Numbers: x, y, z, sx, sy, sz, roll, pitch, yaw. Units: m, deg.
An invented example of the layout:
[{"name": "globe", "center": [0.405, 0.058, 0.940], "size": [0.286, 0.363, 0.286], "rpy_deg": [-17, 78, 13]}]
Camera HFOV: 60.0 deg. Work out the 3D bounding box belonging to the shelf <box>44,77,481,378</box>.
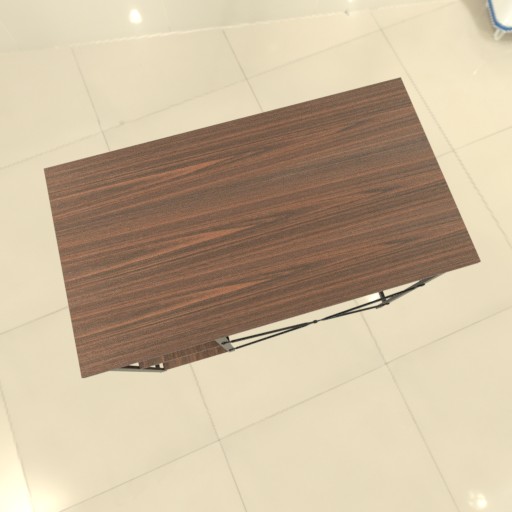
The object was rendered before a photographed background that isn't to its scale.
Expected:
[{"name": "shelf", "center": [0.000, 0.000, 1.380], "size": [0.902, 0.750, 0.498], "rpy_deg": [-16, 76, -4]}]
